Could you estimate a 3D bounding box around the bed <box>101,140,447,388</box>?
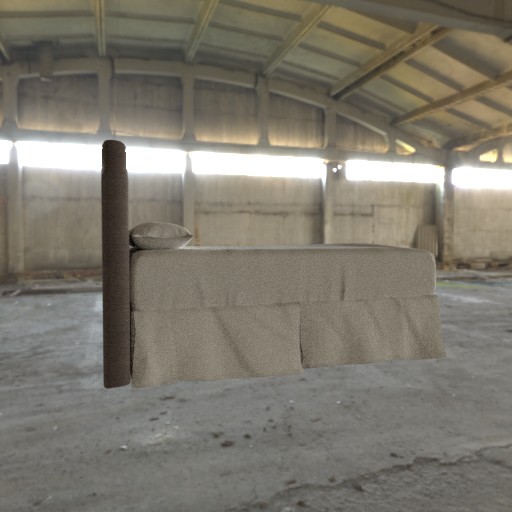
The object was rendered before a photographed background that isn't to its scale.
[{"bbox_3d":[0.000,0.000,3.259,2.116,1.290,1.693,-1,2,-18],"label":"bed"}]
